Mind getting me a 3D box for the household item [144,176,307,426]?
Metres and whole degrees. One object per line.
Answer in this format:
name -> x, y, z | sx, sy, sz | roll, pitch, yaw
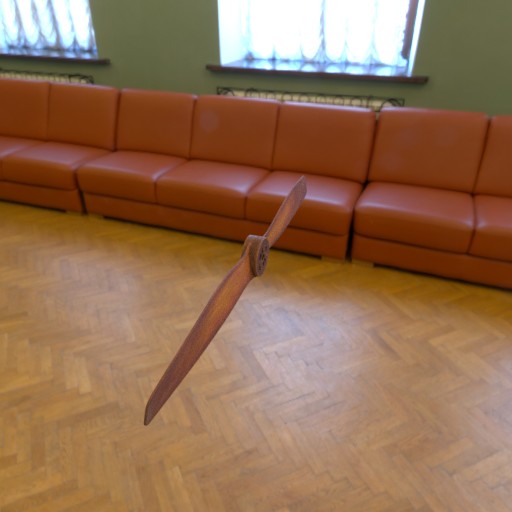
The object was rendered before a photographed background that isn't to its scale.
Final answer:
household item -> 0.000, 0.000, 1.261 | 0.051, 0.121, 1.181 | 10, 32, 16
